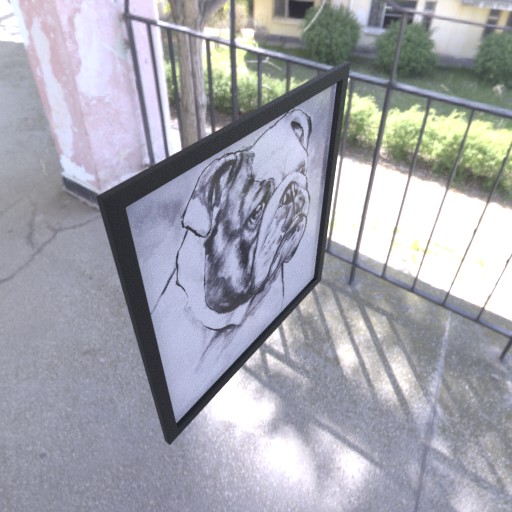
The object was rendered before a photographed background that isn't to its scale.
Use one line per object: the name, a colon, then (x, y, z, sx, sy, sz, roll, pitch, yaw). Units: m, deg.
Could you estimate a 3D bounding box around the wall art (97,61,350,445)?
wall art: (0.000, 0.000, 0.979, 0.016, 0.659, 0.663, 26, 48, 27)
